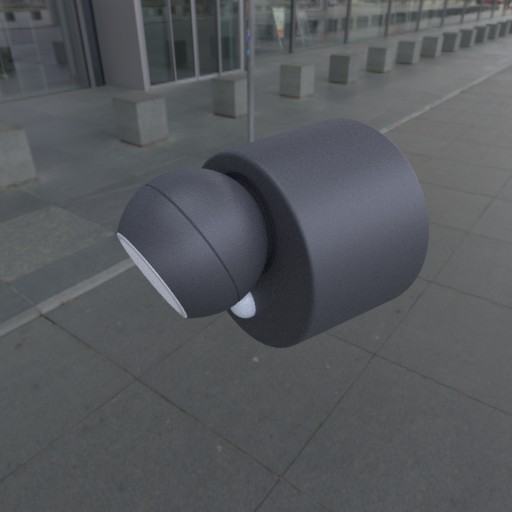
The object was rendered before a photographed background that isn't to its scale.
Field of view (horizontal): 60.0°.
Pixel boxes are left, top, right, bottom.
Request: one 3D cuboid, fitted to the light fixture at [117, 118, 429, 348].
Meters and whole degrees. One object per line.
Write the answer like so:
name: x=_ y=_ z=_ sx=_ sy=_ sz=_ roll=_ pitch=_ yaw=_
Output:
light fixture: x=0.000 y=0.000 z=0.276 sx=0.160 sy=0.143 sz=0.134 roll=-21 pitch=37 yaw=-32
